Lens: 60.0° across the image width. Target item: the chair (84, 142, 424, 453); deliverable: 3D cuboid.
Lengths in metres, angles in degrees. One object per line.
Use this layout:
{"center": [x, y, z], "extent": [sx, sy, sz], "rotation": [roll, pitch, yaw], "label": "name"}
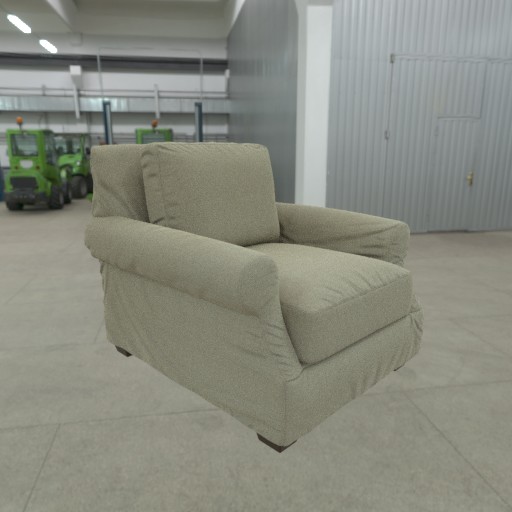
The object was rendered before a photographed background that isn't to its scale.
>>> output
{"center": [0.000, 0.000, 1.723], "extent": [1.066, 0.866, 0.940], "rotation": [13, 19, 43], "label": "chair"}
